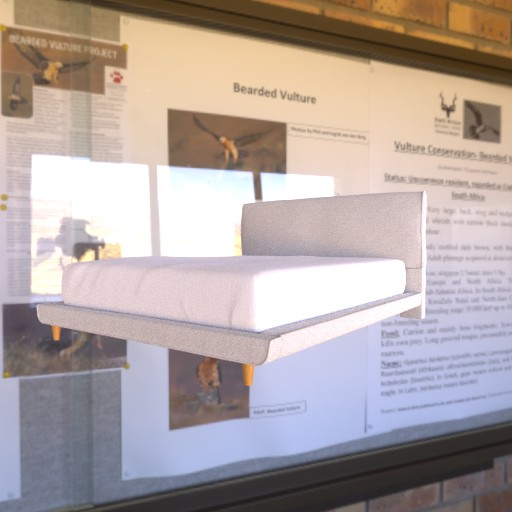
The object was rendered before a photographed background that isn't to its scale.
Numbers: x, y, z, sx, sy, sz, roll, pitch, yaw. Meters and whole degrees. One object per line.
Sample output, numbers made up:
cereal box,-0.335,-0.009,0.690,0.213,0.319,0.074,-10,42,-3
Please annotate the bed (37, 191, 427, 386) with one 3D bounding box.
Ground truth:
bed,0.000,0.000,3.503,1.980,1.126,2.498,1,2,36
